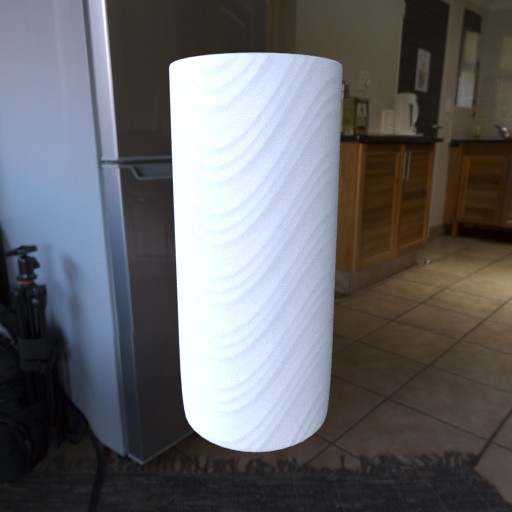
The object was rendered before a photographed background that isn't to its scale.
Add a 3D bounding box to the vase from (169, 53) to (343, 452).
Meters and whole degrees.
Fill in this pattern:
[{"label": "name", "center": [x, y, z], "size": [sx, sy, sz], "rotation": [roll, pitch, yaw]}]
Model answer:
[{"label": "vase", "center": [0.000, 0.000, 0.399], "size": [0.143, 0.316, 0.143], "rotation": [0, 15, 0]}]
